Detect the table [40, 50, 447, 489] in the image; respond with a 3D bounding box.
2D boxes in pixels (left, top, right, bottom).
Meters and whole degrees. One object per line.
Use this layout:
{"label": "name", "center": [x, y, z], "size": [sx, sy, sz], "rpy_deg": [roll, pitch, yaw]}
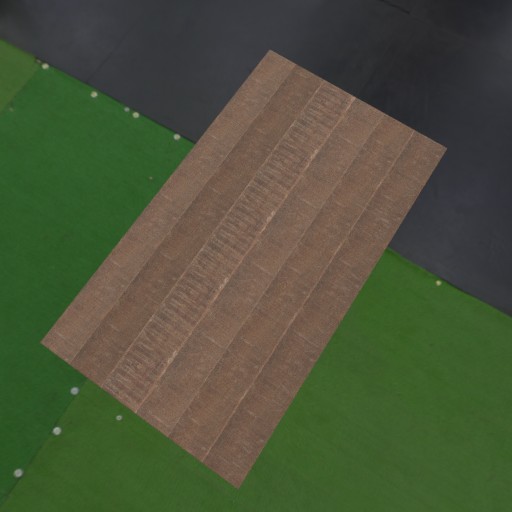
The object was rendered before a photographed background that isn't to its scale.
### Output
{"label": "table", "center": [0.000, 0.000, 1.786], "size": [0.800, 0.440, 1.400], "rpy_deg": [33, 77, 8]}
